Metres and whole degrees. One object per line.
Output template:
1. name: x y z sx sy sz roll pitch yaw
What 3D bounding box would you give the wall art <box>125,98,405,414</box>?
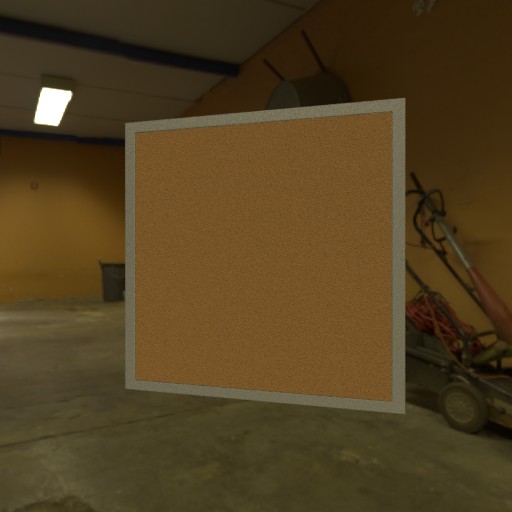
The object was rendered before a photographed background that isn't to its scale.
1. wall art: 0.000 0.000 0.795 0.506 0.506 0.038 0 0 15
